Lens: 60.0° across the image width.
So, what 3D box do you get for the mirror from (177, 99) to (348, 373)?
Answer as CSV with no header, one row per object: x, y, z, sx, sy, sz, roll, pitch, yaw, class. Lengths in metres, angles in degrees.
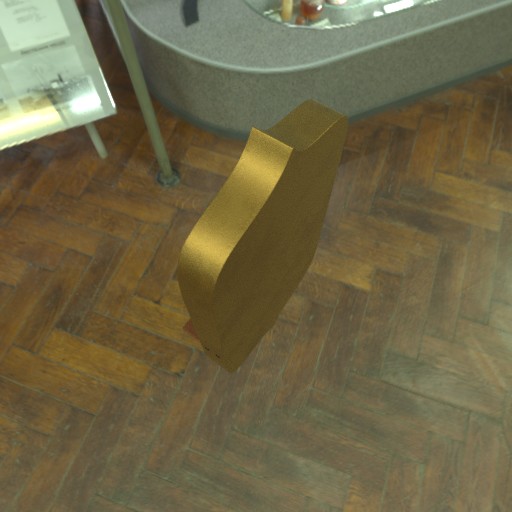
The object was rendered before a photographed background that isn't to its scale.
0.000,0.000,0.751,0.096,0.613,0.323,32,68,15,mirror
